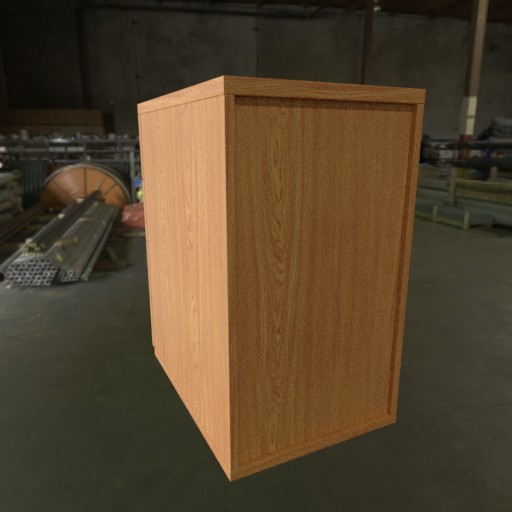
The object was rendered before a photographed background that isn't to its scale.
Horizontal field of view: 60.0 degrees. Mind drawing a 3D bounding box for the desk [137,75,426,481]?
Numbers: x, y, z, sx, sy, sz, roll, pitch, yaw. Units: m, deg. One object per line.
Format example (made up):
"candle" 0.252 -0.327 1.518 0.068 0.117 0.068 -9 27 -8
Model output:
"desk" 0.000 0.000 1.084 0.404 0.730 0.600 -7 16 -26
